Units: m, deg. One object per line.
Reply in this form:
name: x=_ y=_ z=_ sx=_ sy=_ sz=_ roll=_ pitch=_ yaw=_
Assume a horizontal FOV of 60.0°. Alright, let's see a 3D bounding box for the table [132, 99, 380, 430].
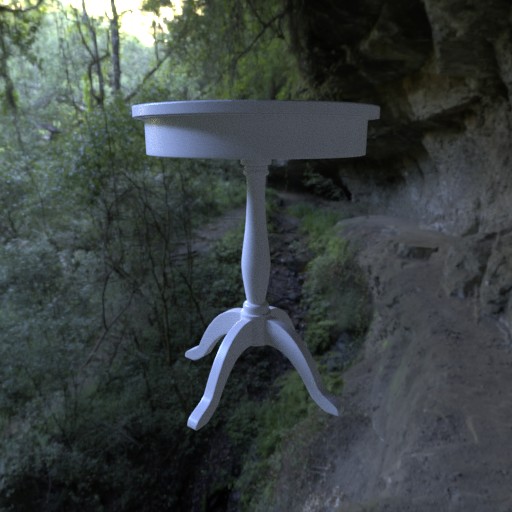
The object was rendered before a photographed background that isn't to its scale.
table: x=0.000 y=0.000 z=1.032 sx=0.513 sy=0.653 sz=0.513 roll=0 pitch=15 yaw=0
